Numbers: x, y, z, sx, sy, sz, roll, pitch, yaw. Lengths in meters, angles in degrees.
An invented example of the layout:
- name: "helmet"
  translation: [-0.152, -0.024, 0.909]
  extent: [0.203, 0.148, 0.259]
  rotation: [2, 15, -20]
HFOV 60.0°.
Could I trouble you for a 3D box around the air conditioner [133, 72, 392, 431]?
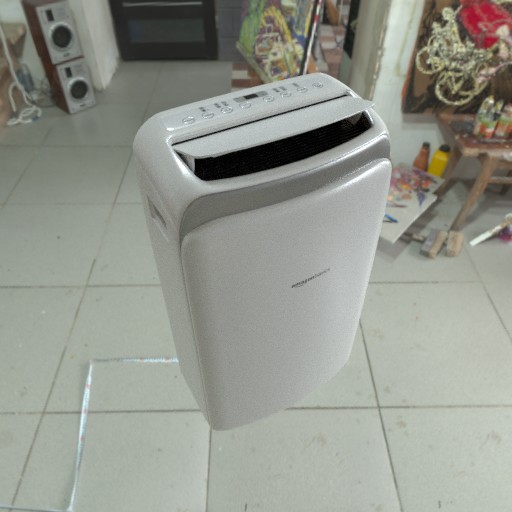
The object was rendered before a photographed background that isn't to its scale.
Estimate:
- name: "air conditioner"
  translation: [0.000, 0.000, 1.039]
  extent: [0.449, 0.786, 0.414]
  rotation: [-22, 49, -21]
